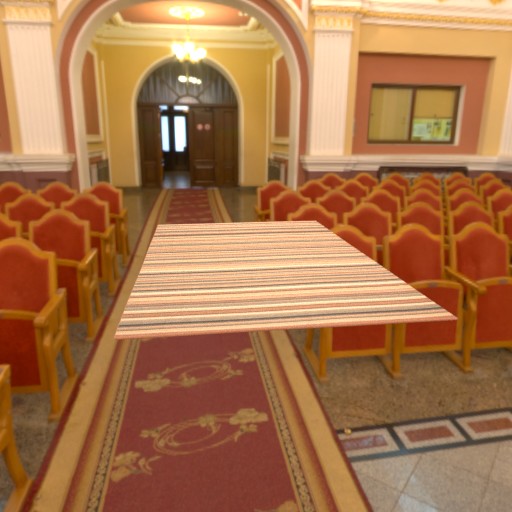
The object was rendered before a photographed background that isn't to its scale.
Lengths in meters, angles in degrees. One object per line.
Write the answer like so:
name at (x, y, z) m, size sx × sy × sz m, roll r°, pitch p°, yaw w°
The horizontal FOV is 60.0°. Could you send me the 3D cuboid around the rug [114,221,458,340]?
rug at (0.000, 0.000, 3.088) m, size 1.523 × 0.014 × 2.438 m, roll -2°, pitch 15°, yaw -8°
